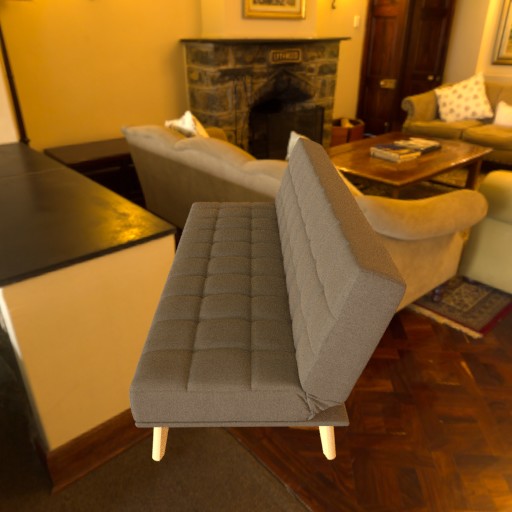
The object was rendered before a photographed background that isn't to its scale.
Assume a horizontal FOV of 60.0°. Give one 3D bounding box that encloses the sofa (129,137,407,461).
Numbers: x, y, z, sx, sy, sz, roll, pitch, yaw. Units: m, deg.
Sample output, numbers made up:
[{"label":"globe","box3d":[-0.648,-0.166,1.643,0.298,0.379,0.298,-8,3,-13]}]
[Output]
[{"label":"sofa","box3d":[0.000,0.000,2.215,0.860,0.810,1.800,0,27,0]}]
